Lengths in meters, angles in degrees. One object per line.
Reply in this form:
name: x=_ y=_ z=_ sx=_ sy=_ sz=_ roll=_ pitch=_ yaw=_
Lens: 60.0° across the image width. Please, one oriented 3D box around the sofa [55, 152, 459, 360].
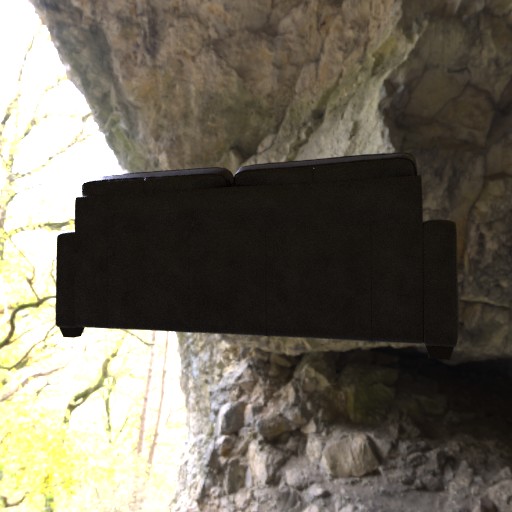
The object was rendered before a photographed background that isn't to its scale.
sofa: x=0.000 y=0.000 z=2.587 sx=2.081 sy=0.916 sz=0.939 roll=-1 pitch=-2 yaw=18
